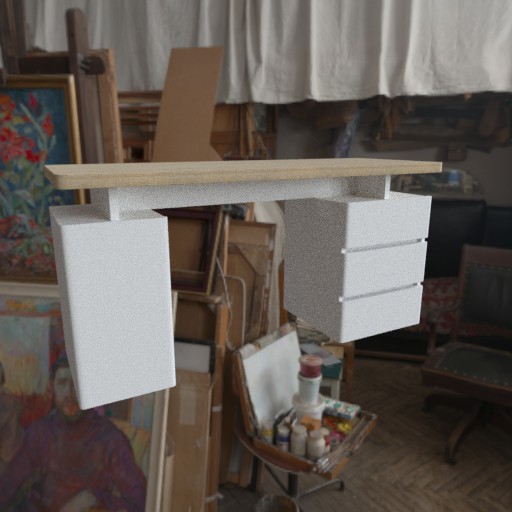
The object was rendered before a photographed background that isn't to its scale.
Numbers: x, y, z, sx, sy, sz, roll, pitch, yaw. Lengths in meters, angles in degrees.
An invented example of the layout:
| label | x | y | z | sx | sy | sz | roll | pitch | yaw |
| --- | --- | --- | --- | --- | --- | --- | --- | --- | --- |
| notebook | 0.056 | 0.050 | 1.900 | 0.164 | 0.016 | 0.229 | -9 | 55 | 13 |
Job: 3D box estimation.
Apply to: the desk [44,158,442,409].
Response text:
| label | x | y | z | sx | sy | sz | roll | pitch | yaw |
| --- | --- | --- | --- | --- | --- | --- | --- | --- | --- |
| desk | 0.000 | 0.000 | 1.849 | 1.500 | 0.755 | 0.550 | -8 | 16 | -27 |
